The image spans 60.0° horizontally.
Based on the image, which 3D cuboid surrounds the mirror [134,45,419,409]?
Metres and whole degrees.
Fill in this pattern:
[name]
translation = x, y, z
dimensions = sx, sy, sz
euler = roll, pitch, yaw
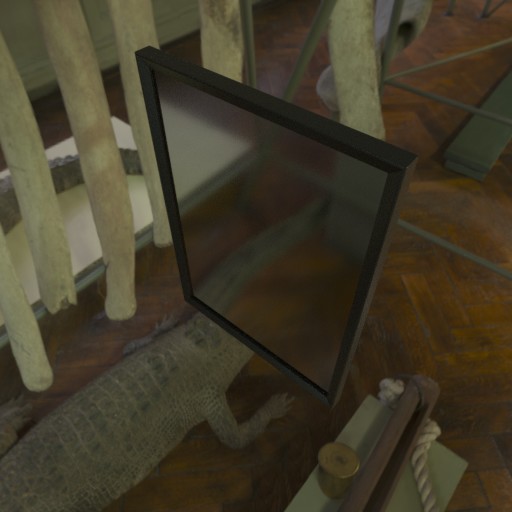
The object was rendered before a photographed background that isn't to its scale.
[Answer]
[mirror]
translation = 0.000, 0.000, 0.919
dimensions = 0.507, 0.710, 0.039
euler = 32, 55, 25
